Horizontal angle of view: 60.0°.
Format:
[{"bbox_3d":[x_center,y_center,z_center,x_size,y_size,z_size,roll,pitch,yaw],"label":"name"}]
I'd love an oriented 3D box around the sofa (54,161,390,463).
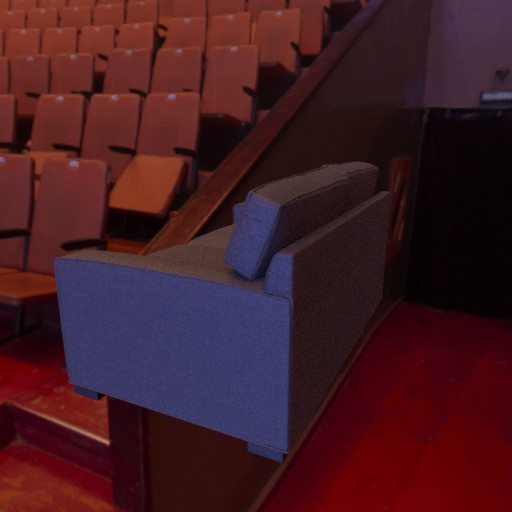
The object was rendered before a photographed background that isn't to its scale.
[{"bbox_3d":[0.000,0.000,2.144,0.974,0.887,1.534,7,17,25],"label":"sofa"}]
